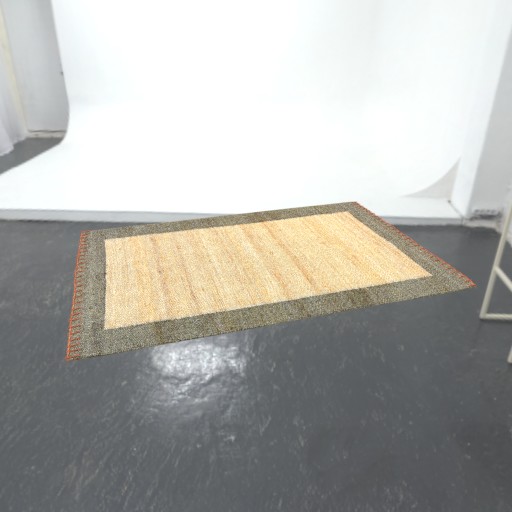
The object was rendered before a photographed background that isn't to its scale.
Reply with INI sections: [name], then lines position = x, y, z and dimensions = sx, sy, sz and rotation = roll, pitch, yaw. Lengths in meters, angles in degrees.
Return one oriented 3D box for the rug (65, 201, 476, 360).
[rug]
position = 0.000, 0.000, 2.366
dimensions = 1.838, 0.019, 1.220
rotation = -8, 28, -15
